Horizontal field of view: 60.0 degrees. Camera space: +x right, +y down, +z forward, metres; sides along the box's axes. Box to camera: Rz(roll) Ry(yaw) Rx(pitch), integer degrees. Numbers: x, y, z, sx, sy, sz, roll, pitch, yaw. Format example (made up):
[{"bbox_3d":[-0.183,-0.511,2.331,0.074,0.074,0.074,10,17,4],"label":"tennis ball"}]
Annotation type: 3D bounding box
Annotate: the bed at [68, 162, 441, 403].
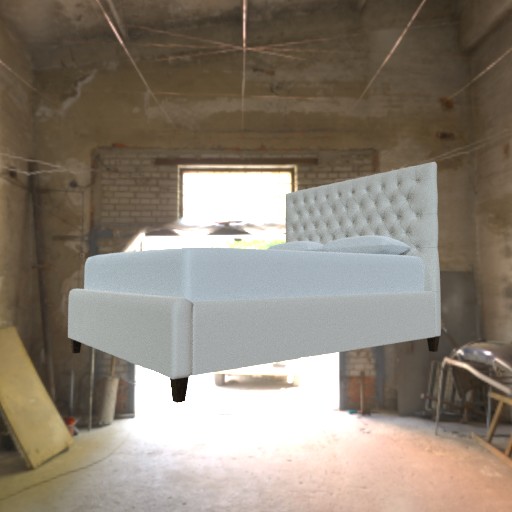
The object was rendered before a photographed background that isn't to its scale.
[{"bbox_3d":[0.000,0.000,3.318,2.233,1.426,1.696,2,-3,-38],"label":"bed"}]
